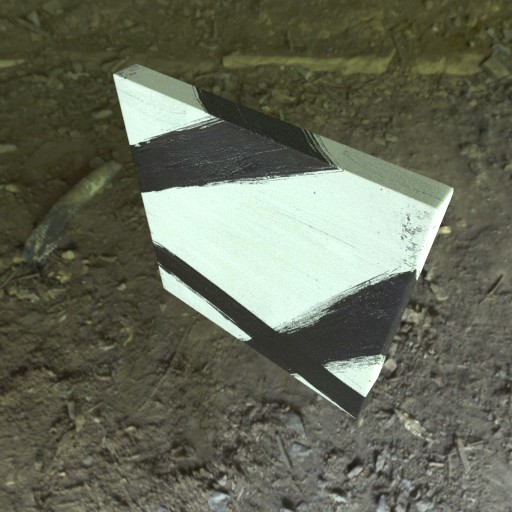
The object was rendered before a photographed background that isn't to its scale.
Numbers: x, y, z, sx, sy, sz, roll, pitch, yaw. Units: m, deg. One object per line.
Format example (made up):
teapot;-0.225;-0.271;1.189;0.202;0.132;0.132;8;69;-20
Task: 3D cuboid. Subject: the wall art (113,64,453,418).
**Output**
wall art;0.000;0.000;0.753;0.507;0.508;0.050;30;53;25
